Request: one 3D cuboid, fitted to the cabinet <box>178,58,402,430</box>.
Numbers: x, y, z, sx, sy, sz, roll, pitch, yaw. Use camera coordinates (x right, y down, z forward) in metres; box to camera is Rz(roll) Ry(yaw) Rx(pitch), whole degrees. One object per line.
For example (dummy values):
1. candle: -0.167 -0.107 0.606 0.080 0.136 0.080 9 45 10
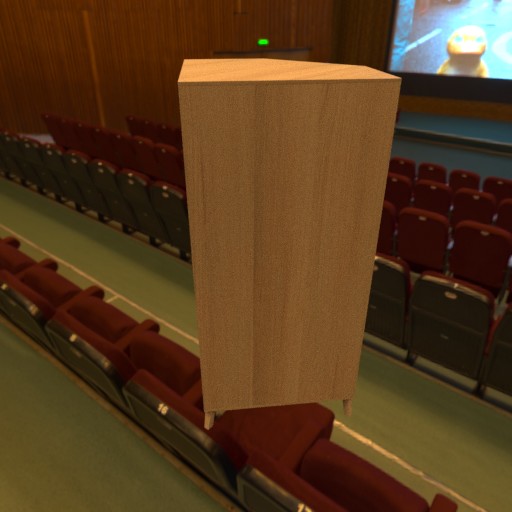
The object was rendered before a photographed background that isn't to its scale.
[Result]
1. cabinet: 0.000 0.000 2.517 1.272 1.957 0.969 21 35 33
